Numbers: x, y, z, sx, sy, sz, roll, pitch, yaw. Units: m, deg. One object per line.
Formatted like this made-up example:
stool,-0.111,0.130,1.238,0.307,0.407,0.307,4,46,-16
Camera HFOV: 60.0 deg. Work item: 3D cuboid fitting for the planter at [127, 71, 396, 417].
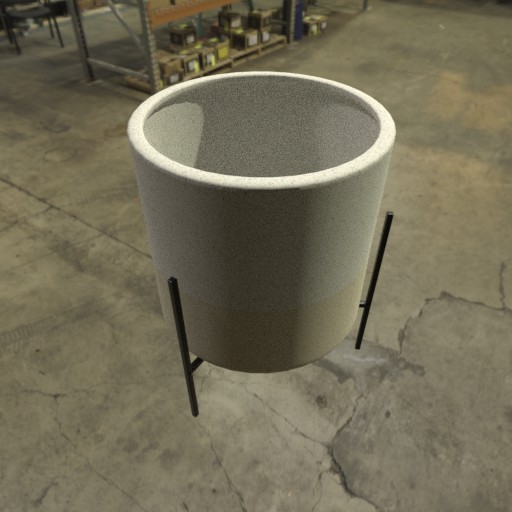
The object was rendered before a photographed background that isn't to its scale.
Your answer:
planter,0.000,0.000,0.651,0.313,0.423,0.335,24,47,25
